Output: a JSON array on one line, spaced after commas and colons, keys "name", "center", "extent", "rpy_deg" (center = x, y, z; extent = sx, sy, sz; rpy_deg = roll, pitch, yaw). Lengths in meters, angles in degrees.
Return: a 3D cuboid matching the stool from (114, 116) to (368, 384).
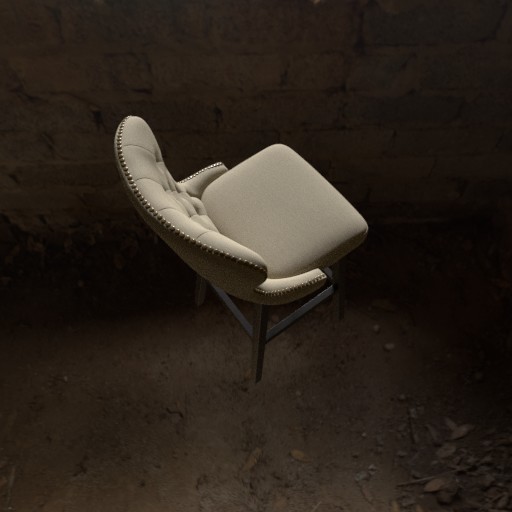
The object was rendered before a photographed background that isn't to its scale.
[{"name": "stool", "center": [0.000, 0.000, 1.434], "extent": [0.605, 1.066, 0.528], "rpy_deg": [-33, 65, -17]}]
